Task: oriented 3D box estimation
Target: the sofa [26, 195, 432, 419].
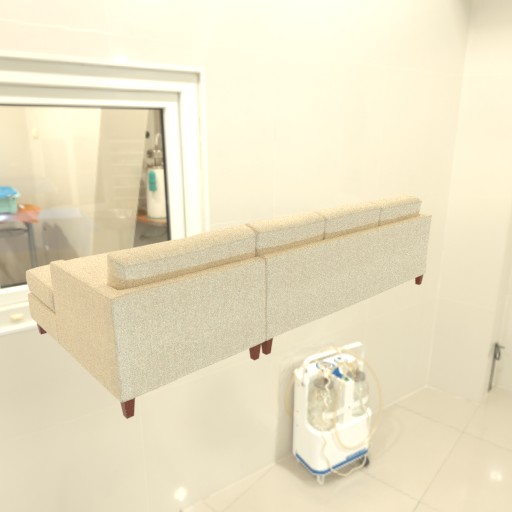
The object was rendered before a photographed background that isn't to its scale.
[{"bbox_3d":[0.000,0.000,4.009,3.471,0.954,1.603,-14,21,-41],"label":"sofa"}]
